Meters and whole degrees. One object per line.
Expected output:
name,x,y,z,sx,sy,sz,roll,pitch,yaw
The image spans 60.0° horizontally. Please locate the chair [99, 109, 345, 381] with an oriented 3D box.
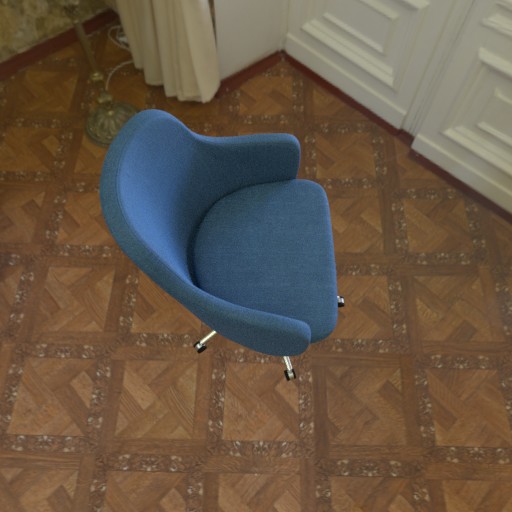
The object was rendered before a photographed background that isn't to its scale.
chair,0.000,0.000,1.295,0.655,0.820,0.599,0,64,0
